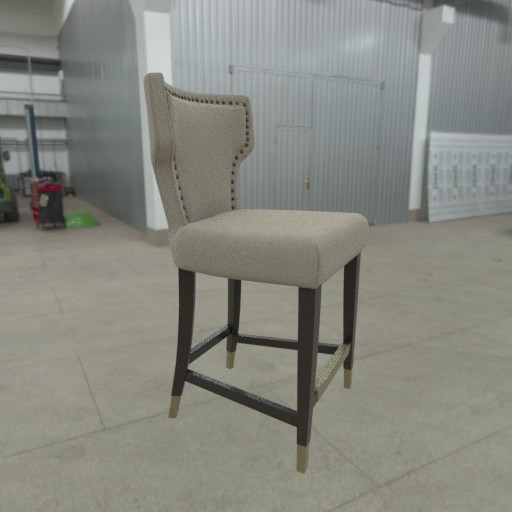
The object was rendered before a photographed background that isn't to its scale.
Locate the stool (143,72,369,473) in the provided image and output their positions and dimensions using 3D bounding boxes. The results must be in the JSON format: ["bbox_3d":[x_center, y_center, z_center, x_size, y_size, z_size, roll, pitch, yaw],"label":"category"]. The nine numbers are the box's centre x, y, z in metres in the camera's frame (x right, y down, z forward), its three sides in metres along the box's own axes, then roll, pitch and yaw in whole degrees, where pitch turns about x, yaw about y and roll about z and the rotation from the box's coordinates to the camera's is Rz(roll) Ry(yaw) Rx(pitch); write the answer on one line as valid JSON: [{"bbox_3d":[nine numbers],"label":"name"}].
[{"bbox_3d":[0.000,0.000,1.329,0.563,0.982,0.527,6,14,25],"label":"stool"}]
